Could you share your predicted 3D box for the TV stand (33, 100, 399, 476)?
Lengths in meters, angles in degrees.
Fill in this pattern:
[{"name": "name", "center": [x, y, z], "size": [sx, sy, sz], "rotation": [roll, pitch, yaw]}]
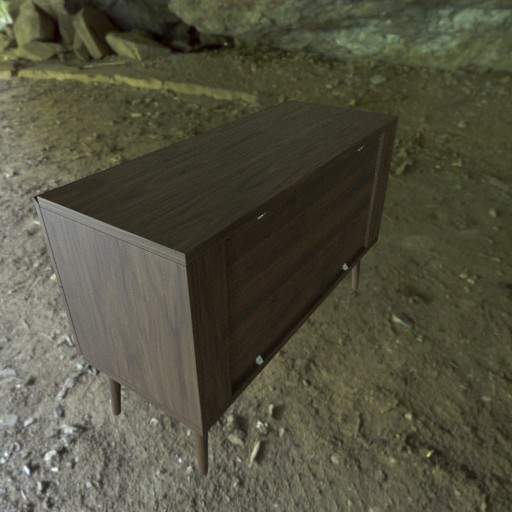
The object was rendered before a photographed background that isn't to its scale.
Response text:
[{"name": "TV stand", "center": [0.000, 0.000, 1.305], "size": [0.405, 0.660, 0.990], "rotation": [20, 37, 28]}]
